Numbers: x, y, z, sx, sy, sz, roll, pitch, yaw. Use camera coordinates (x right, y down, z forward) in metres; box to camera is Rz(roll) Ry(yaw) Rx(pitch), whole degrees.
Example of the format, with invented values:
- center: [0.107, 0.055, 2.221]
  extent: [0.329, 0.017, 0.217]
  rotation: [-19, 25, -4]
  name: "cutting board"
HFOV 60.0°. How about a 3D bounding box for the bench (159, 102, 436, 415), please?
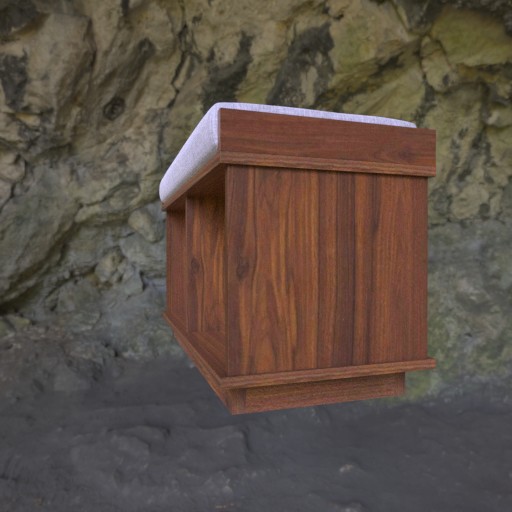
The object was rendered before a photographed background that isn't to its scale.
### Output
- center: [0.000, 0.000, 0.996]
  extent: [0.362, 0.461, 0.734]
  rotation: [0, 0, -18]
  name: "bench"
